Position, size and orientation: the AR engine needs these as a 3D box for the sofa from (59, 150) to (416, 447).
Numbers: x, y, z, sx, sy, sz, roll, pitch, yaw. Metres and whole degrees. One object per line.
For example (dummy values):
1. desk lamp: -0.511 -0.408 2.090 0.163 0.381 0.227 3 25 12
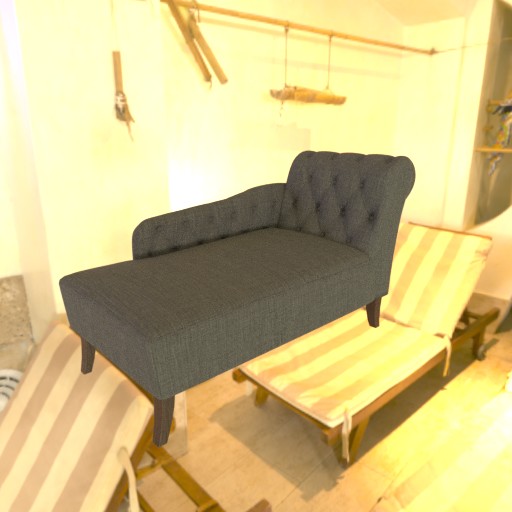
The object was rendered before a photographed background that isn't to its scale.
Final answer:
1. sofa: 0.000 0.000 1.832 1.379 0.787 0.675 -15 22 -41
